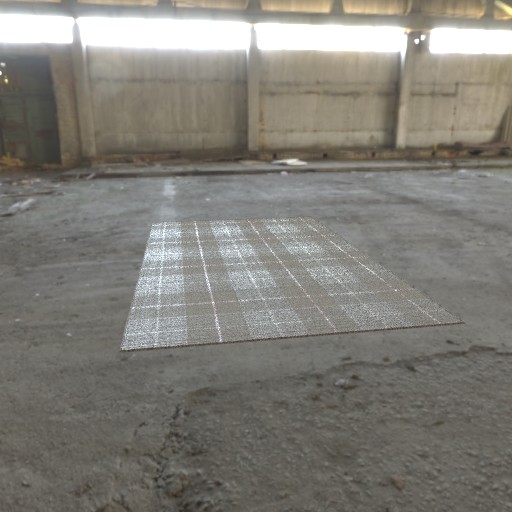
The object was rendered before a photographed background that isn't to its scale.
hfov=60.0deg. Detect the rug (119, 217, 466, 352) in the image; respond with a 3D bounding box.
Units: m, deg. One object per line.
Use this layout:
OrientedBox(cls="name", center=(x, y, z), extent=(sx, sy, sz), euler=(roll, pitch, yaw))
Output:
OrientedBox(cls="rug", center=(0.000, 0.000, 3.064), extent=(1.549, 0.010, 2.464), euler=(-3, 17, -10))
